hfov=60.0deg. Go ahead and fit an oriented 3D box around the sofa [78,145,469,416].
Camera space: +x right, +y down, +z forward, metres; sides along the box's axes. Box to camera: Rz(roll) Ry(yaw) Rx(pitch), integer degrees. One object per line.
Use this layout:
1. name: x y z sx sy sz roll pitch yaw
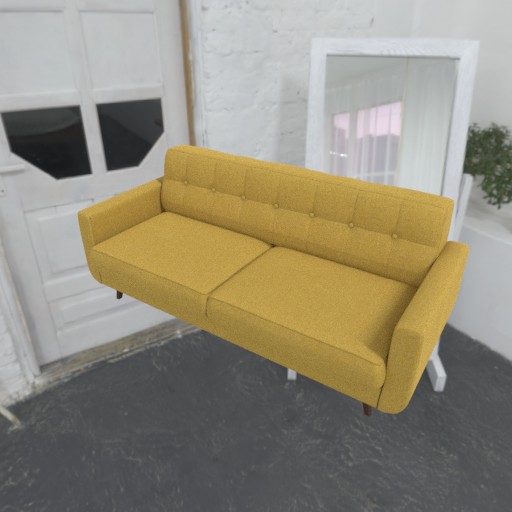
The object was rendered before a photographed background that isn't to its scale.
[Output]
1. sofa: 0.000 0.000 2.494 2.029 0.841 0.909 18 34 29
